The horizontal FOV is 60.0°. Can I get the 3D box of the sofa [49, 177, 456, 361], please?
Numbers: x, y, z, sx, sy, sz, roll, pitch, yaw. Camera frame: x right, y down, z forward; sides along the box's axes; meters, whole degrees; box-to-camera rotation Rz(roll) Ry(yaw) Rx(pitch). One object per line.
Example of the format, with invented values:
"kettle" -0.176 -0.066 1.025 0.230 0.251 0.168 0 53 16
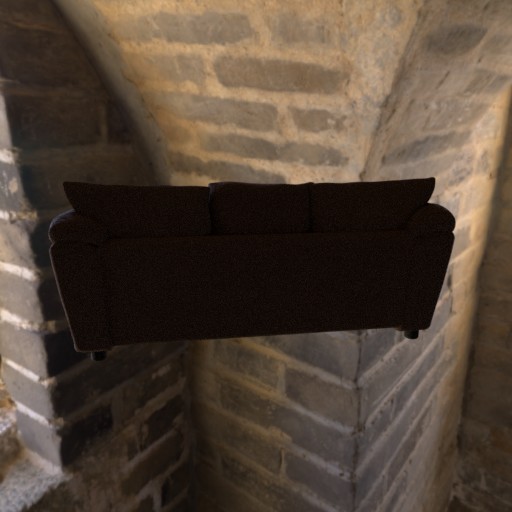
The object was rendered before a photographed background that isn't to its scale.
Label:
"sofa" 0.000 0.000 2.855 2.336 1.015 0.878 -2 14 -8
